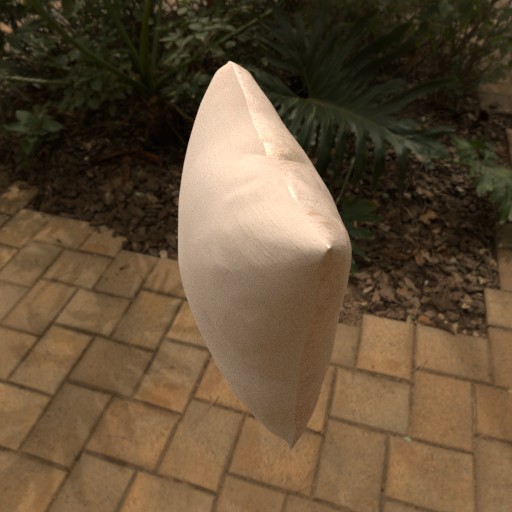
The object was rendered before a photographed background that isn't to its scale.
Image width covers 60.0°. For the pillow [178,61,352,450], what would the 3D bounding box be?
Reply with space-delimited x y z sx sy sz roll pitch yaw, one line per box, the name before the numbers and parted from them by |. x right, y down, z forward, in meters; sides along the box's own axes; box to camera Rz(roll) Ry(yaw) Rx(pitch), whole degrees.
pillow | 0.000 0.000 0.708 0.245 0.448 0.450 -9 46 -9
